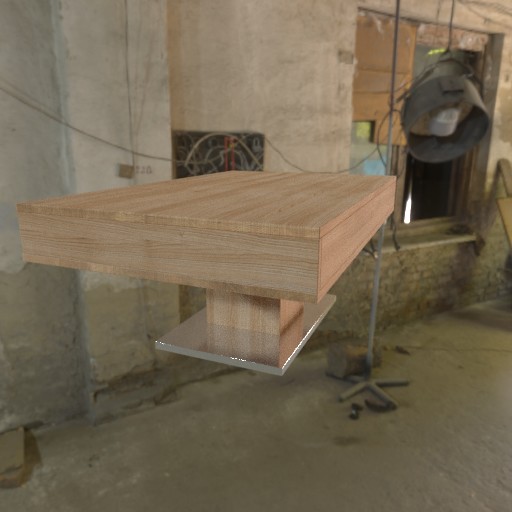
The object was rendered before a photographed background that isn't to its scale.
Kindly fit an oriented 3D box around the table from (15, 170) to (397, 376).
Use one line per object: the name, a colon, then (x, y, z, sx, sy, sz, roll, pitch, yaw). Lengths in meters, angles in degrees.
table: (0.000, 0.000, 1.401, 0.700, 0.440, 1.100, 6, 16, 22)
